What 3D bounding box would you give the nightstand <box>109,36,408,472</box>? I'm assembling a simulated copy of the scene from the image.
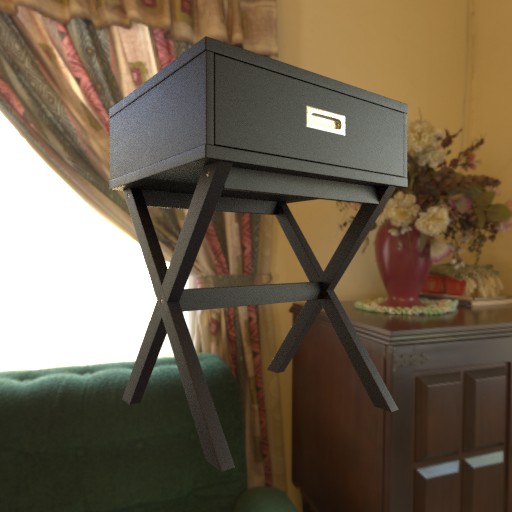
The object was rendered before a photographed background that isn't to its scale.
[{"bbox_3d":[0.000,0.000,0.928,0.479,0.623,0.402,0,1,-37],"label":"nightstand"}]
